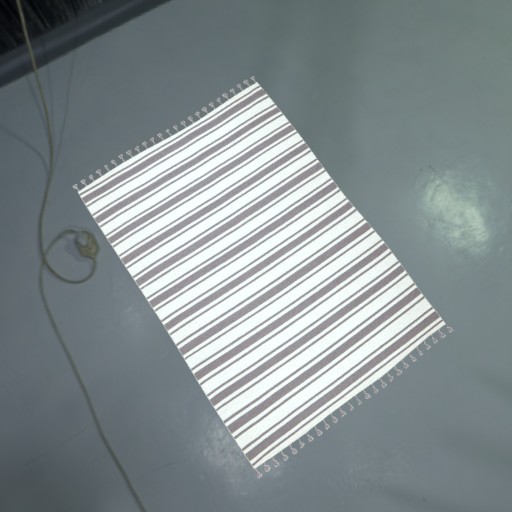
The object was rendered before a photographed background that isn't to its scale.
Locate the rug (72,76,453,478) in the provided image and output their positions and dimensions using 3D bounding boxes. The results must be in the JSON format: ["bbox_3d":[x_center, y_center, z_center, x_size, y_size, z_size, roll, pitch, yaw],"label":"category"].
[{"bbox_3d":[0.000,0.000,3.922,2.030,0.017,3.040,-34,79,-8],"label":"rug"}]
